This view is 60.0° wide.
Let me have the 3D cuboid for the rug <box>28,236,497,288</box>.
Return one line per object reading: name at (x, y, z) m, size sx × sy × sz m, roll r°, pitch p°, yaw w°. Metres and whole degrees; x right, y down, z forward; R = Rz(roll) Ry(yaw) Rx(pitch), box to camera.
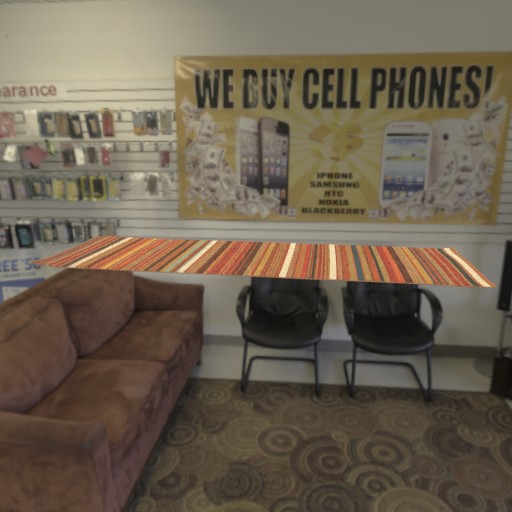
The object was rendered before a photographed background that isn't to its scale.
rug at (0.000, 0.000, 2.656) m, size 2.444 × 0.030 × 0.799 m, roll 2°, pitch 15°, yaw 9°
